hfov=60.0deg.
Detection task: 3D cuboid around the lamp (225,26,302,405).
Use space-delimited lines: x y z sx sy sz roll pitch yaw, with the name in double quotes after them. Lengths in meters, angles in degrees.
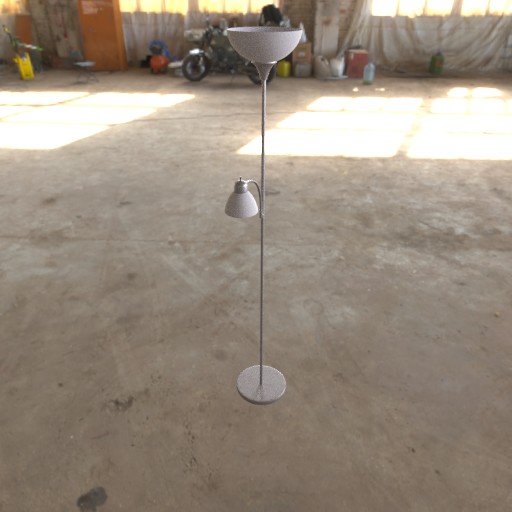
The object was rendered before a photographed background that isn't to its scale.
0.000 0.000 1.987 0.279 1.804 0.425 12 33 19 "lamp"
